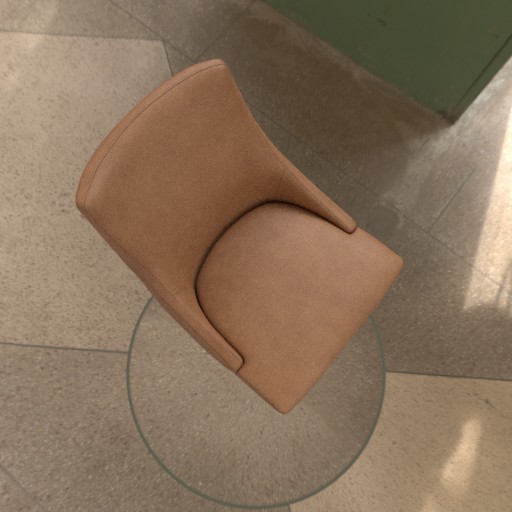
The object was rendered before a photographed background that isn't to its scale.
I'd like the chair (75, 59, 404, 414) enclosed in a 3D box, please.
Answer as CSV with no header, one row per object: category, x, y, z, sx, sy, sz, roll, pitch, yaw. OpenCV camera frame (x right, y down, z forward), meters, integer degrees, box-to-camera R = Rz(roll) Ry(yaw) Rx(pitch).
chair,0.000,0.000,1.507,0.861,0.909,0.701,39,79,9
